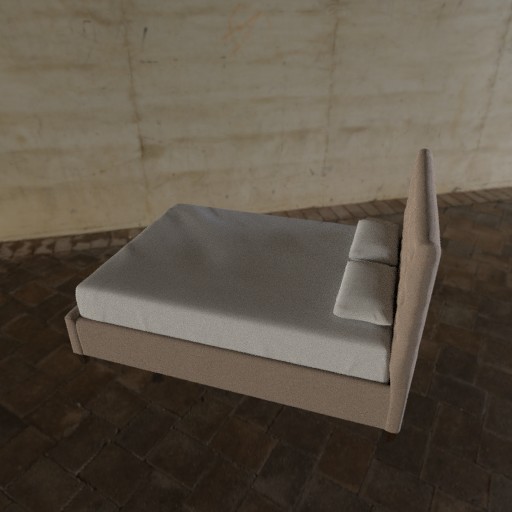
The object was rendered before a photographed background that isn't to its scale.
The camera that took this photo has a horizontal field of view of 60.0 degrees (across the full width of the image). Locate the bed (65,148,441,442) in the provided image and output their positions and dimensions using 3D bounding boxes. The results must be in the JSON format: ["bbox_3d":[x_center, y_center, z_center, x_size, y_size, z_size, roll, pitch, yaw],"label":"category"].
[{"bbox_3d":[0.000,0.000,3.430,2.387,1.427,1.698,9,31,15],"label":"bed"}]
